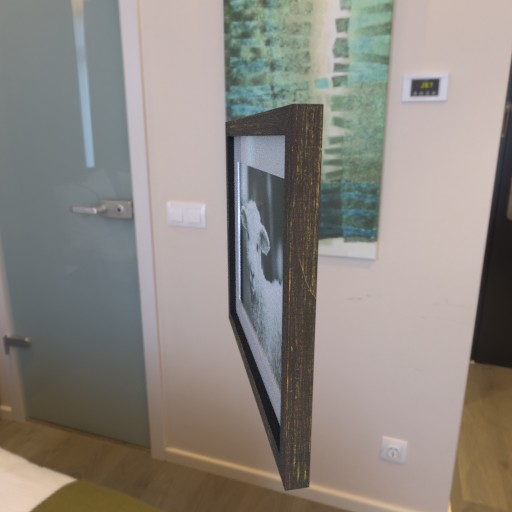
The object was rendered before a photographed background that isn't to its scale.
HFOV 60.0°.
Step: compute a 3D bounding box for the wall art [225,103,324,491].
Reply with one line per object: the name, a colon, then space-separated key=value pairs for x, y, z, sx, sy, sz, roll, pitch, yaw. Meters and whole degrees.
wall art: x=0.000 y=0.000 z=0.760 sx=0.032 sy=0.457 sz=0.558 roll=-3 pitch=15 yaw=-10
